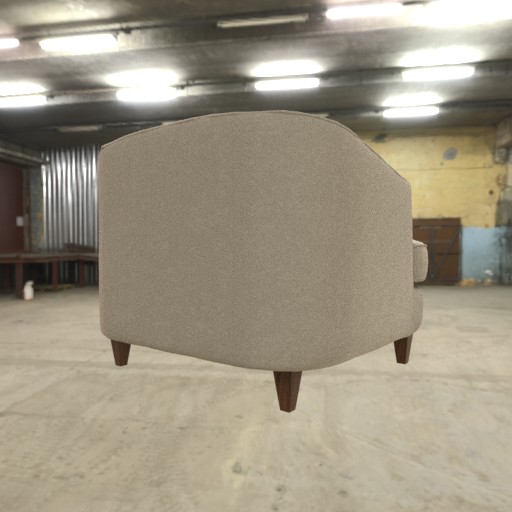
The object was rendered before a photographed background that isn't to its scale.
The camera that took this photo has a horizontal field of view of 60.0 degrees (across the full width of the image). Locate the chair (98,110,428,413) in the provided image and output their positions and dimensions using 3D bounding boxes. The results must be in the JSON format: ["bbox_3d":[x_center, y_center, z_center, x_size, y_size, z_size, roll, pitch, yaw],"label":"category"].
[{"bbox_3d":[0.000,0.000,1.765,1.104,0.852,0.941,1,2,38],"label":"chair"}]
